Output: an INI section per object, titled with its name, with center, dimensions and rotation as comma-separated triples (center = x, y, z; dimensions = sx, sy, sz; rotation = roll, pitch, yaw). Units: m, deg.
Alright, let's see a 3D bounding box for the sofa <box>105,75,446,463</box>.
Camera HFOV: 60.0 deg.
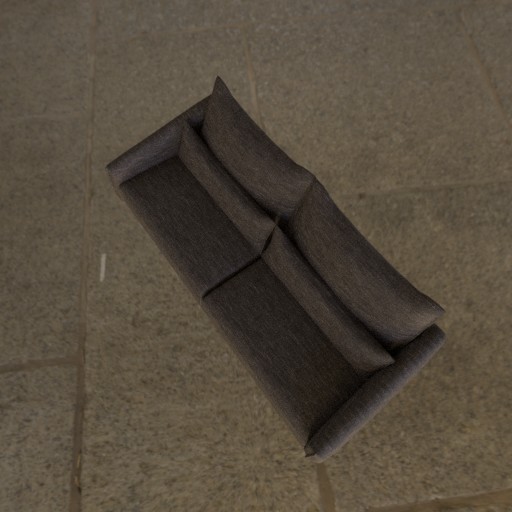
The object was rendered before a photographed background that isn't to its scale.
[sofa]
center = 0.000, 0.000, 2.426
dimensions = 0.807, 0.843, 2.019
rotation = -34, 69, -15
